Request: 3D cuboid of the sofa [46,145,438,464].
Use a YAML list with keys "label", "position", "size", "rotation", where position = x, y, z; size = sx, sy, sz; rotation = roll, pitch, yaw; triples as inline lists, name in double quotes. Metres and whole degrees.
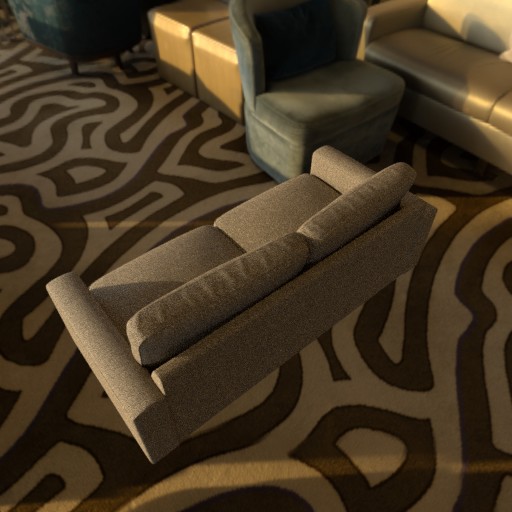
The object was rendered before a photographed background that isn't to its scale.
- label: "sofa"
  position: [0.000, 0.000, 2.692]
  size: [2.179, 0.873, 1.016]
  rotation: [-31, 53, -26]
